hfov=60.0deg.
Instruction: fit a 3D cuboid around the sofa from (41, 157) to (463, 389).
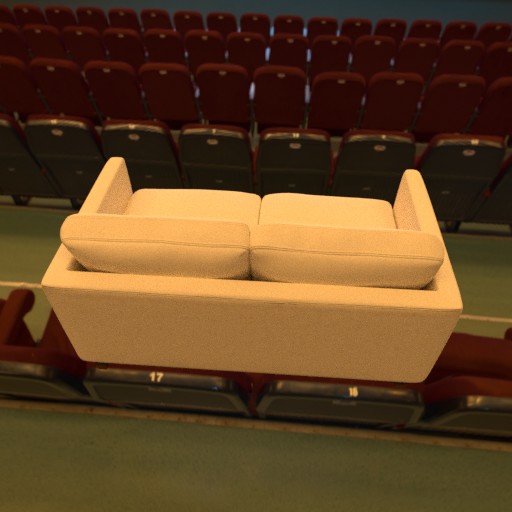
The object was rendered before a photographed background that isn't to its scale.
[{"bbox_3d":[0.000,0.000,2.234,1.702,0.888,0.964,3,46,3],"label":"sofa"}]
